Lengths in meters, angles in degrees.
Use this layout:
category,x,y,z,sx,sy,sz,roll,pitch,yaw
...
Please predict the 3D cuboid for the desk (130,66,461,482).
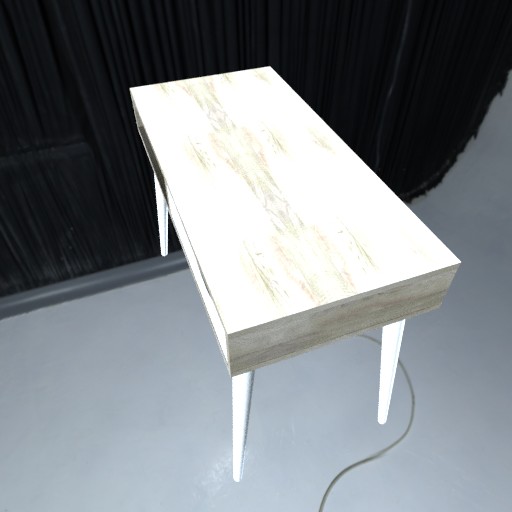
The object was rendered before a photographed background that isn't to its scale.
category,x,y,z,sx,sy,sz,roll,pitch,yaw
desk,0.000,0.000,1.368,0.491,0.723,0.979,-15,47,-14
